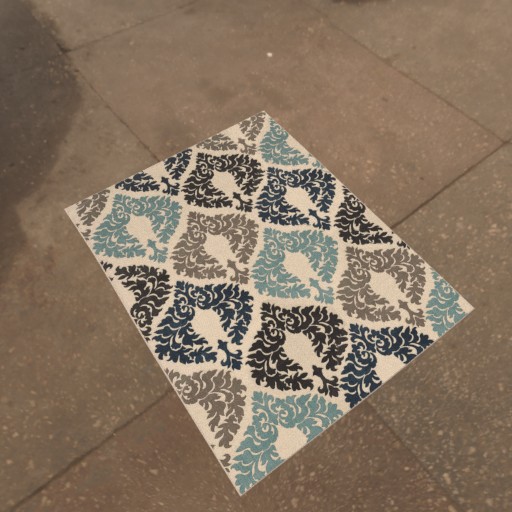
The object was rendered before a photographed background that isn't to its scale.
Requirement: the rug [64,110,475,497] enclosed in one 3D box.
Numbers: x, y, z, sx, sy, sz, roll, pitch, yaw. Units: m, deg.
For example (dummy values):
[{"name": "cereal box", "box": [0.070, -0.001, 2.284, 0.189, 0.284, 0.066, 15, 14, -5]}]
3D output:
[{"name": "rug", "box": [0.000, 0.000, 4.035, 2.423, 0.014, 3.040, -32, 64, -18]}]
